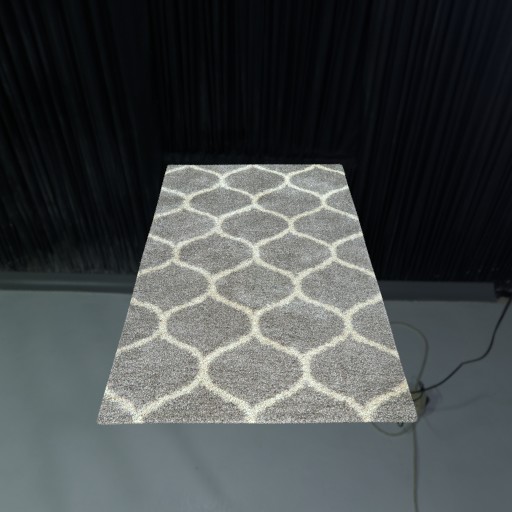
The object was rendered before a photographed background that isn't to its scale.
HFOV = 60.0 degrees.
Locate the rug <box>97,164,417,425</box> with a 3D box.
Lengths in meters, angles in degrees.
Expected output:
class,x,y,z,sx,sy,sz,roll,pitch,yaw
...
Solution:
class,x,y,z,sx,sy,sz,roll,pitch,yaw
rug,0.000,0.000,2.940,1.501,0.025,2.348,0,42,0
